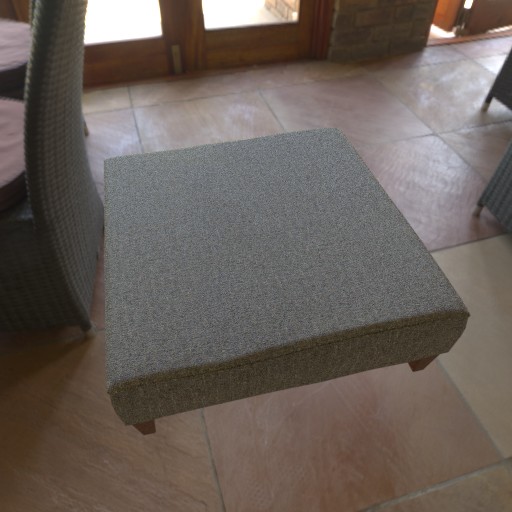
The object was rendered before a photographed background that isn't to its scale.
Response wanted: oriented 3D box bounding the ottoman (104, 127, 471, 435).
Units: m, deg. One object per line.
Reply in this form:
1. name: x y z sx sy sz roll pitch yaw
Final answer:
1. ottoman: 0.000 0.000 1.555 0.981 0.379 1.016 -10 47 -9
